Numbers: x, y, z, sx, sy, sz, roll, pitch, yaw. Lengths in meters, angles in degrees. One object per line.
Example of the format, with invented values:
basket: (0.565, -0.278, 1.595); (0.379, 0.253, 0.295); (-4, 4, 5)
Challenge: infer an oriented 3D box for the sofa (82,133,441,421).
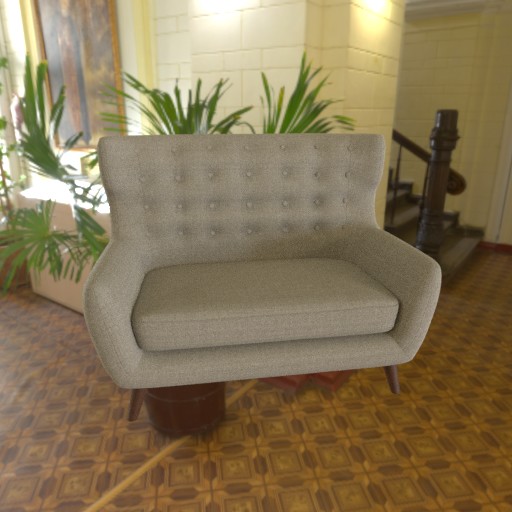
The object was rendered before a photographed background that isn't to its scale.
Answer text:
sofa: (0.000, 0.000, 1.994); (1.386, 1.028, 0.884); (-3, 19, -9)
